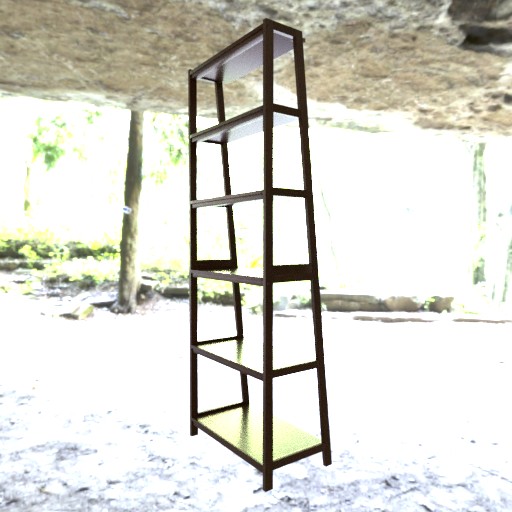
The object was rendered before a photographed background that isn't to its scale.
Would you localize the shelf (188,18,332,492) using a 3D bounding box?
[{"bbox_3d":[0.000,0.000,2.143,0.382,1.892,0.660,-1,2,-36],"label":"shelf"}]
